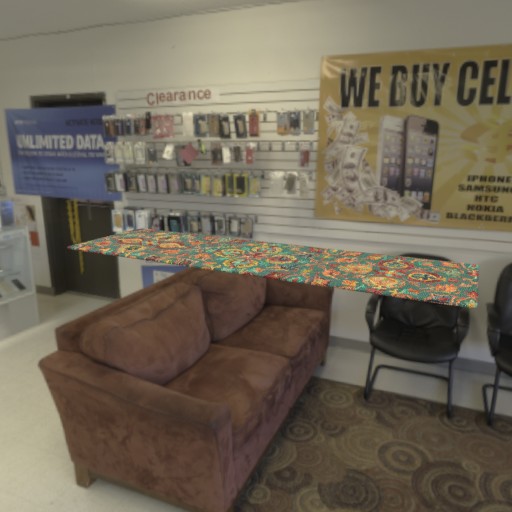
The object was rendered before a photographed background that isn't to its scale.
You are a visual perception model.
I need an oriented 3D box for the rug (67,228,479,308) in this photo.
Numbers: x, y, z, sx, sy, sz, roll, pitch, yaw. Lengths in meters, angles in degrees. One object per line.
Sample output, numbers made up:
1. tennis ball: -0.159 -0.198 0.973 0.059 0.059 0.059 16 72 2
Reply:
1. rug: 0.000 0.000 2.532 2.286 0.013 0.686 7 16 26
